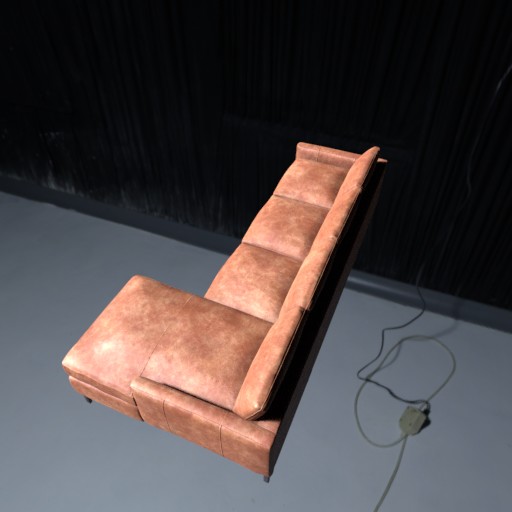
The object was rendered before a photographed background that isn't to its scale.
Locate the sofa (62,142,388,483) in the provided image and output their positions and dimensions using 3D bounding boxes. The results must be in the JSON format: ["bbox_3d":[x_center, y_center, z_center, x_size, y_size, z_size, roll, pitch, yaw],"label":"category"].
[{"bbox_3d":[0.000,0.000,3.635,1.471,0.859,2.993,17,48,16],"label":"sofa"}]
